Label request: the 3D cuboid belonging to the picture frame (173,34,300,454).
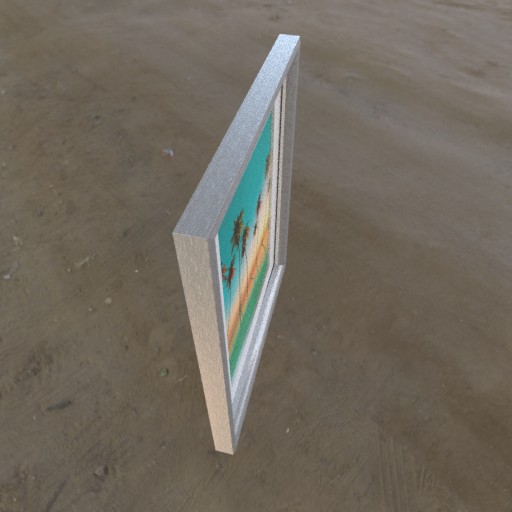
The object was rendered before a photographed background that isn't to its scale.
[{"bbox_3d":[0.000,0.000,0.522,0.027,0.378,0.327,10,48,9],"label":"picture frame"}]
